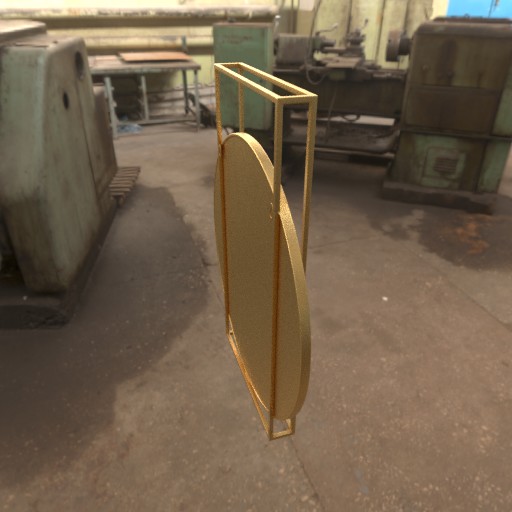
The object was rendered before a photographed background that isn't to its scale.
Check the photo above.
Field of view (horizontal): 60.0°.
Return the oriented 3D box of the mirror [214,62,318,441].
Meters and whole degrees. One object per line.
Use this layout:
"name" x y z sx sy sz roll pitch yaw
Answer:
"mirror" 0.000 0.000 0.796 0.051 0.603 0.508 -9 32 -15
